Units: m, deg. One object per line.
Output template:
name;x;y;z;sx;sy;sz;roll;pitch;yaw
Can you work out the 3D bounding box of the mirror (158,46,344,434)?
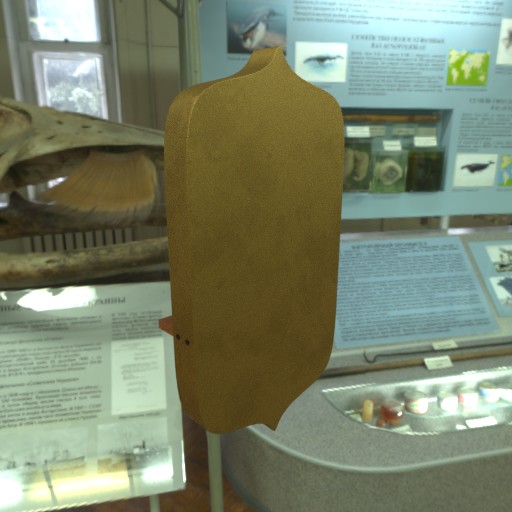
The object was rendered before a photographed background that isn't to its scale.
mirror;0.000;0.000;0.719;0.323;0.613;0.096;-14;21;-41
